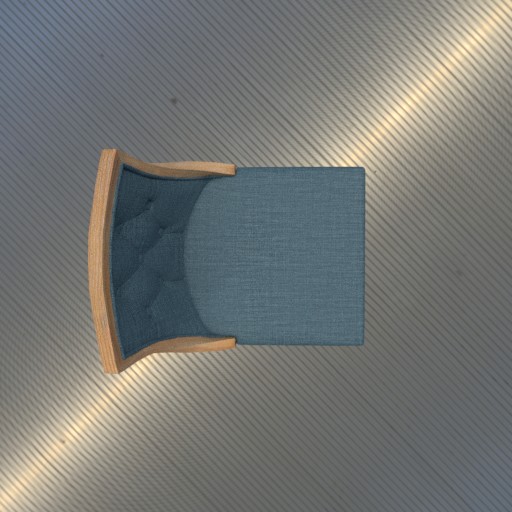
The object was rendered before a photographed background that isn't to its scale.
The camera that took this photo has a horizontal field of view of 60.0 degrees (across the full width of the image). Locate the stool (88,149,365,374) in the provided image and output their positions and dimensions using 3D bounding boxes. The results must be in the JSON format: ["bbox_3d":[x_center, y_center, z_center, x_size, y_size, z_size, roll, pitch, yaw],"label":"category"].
[{"bbox_3d":[0.000,0.000,1.315,0.626,0.938,0.524,0,91,2],"label":"stool"}]
